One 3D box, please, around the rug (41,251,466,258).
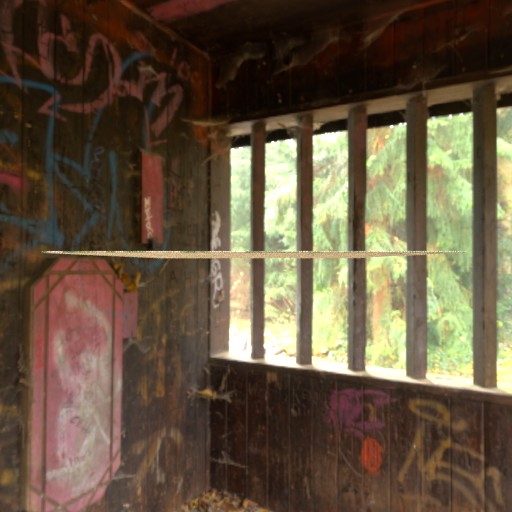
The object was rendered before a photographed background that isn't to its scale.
[{"bbox_3d":[0.000,0.000,4.058,2.436,0.007,3.045,0,-1,1],"label":"rug"}]
